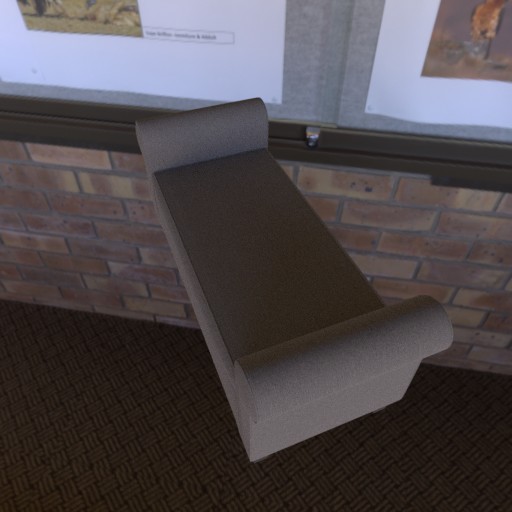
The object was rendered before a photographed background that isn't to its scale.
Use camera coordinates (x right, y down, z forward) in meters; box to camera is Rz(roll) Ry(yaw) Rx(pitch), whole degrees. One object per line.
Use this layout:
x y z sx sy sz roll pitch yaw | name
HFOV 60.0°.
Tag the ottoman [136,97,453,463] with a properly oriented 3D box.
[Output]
0.000 0.000 1.542 0.521 0.547 1.256 -16 48 -15 | ottoman
